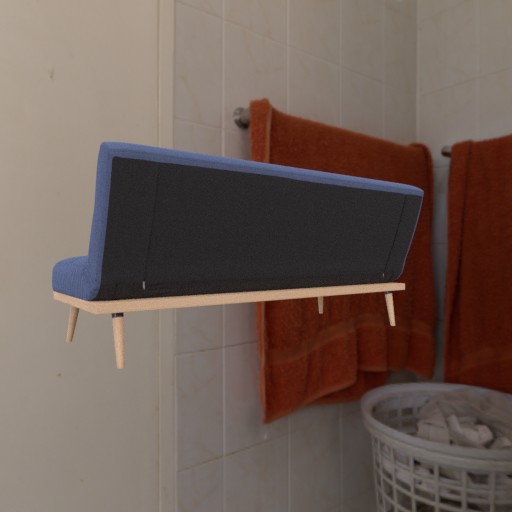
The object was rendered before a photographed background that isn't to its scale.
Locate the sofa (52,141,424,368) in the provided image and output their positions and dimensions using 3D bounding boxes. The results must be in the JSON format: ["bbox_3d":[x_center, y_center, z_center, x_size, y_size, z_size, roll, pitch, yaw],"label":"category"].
[{"bbox_3d":[0.000,0.000,2.274,1.800,0.800,0.796,0,0,-36],"label":"sofa"}]
